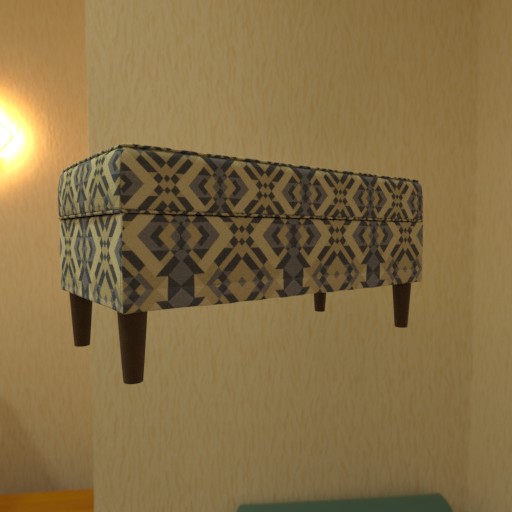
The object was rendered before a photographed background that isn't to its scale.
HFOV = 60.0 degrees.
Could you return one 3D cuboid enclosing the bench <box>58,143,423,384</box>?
[{"bbox_3d":[0.000,0.000,1.326,1.016,0.477,0.492,-2,3,-37],"label":"bench"}]
